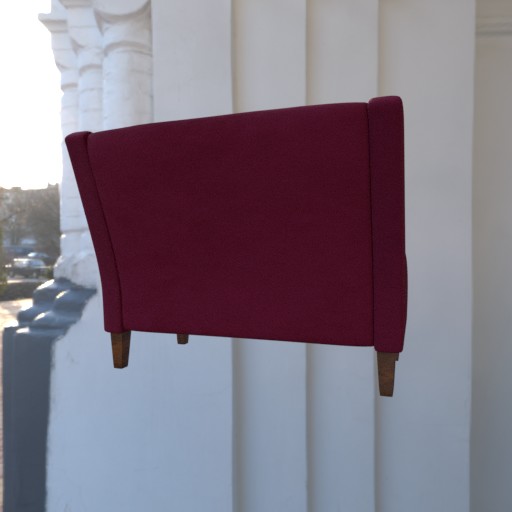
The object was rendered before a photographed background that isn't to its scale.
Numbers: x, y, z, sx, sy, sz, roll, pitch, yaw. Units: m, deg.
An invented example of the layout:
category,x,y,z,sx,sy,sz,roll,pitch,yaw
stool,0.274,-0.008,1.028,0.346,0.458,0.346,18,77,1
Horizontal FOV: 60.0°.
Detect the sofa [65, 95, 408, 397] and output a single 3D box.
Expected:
category,x,y,z,sx,sy,sz,roll,pitch,yaw
sofa,0.000,0.000,1.932,1.242,0.976,0.946,0,0,20
